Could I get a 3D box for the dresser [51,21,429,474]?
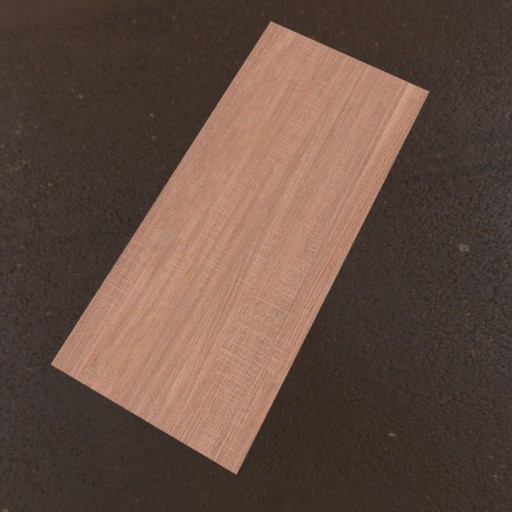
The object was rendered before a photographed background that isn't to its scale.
[{"bbox_3d":[0.000,0.000,1.516,0.500,0.780,1.110,27,77,7],"label":"dresser"}]
